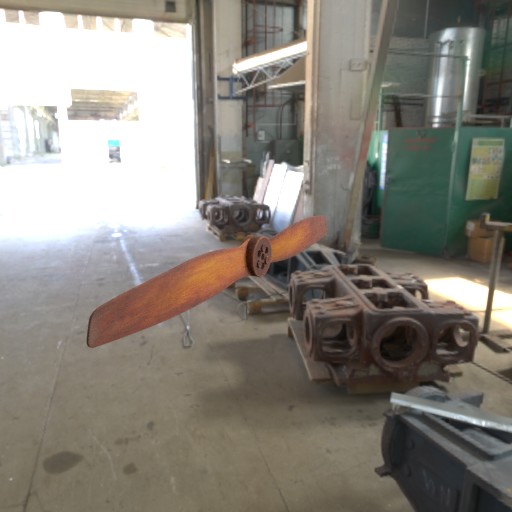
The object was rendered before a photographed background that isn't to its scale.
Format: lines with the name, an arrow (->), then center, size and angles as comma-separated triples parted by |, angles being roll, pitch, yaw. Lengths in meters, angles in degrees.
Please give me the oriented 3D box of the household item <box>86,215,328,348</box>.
household item -> 0.000, 0.000, 1.240 | 0.051, 0.121, 1.181 | 7, 16, 27
